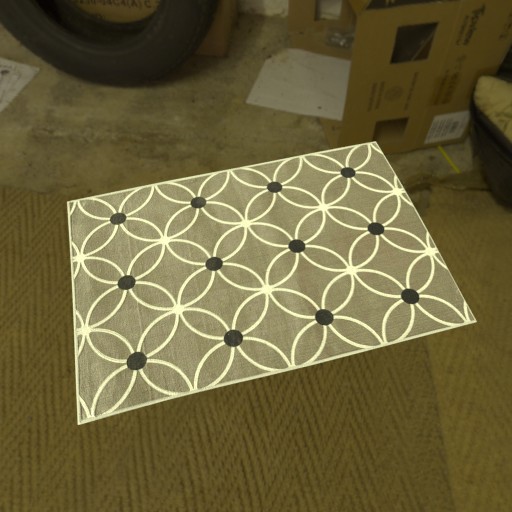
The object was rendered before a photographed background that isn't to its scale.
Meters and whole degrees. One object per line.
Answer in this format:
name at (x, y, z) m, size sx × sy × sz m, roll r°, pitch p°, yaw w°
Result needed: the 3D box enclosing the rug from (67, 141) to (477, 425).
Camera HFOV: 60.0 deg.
rug at (0.000, 0.000, 2.812) m, size 2.284 × 0.008 × 1.522 m, roll -13°, pitch 59°, yaw -8°
